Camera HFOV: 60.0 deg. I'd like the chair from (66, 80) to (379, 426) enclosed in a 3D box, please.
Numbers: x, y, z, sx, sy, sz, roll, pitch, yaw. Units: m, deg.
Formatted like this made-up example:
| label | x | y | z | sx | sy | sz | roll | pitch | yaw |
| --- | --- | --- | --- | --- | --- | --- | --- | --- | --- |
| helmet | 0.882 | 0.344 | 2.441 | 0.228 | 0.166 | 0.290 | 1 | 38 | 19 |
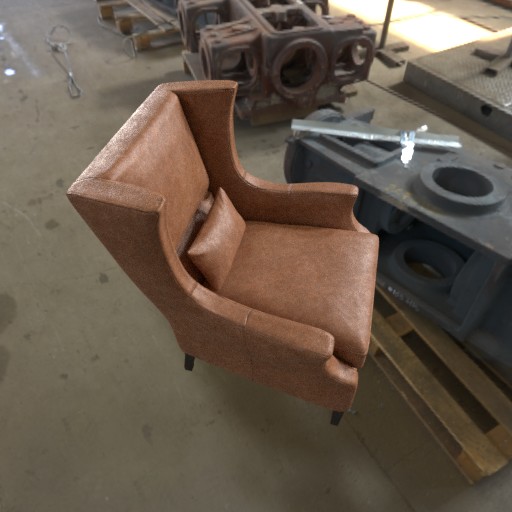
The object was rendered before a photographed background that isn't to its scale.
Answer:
| label | x | y | z | sx | sy | sz | roll | pitch | yaw |
| --- | --- | --- | --- | --- | --- | --- | --- | --- | --- |
| chair | 0.000 | 0.000 | 1.708 | 0.926 | 1.016 | 0.853 | 11 | 48 | 10 |
